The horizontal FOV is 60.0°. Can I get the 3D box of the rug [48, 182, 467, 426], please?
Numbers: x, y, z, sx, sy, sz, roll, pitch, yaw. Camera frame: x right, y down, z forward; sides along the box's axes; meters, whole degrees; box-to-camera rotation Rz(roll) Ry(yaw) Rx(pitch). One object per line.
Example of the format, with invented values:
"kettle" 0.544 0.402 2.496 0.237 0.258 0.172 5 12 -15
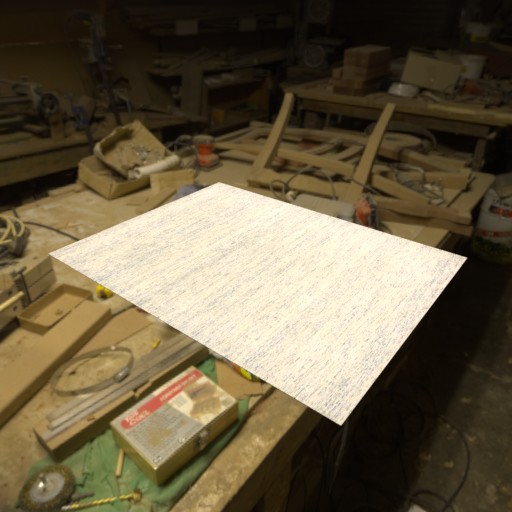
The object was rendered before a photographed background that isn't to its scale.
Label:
"rug" 0.000 0.000 4.252 3.197 0.006 2.438 22 37 32
